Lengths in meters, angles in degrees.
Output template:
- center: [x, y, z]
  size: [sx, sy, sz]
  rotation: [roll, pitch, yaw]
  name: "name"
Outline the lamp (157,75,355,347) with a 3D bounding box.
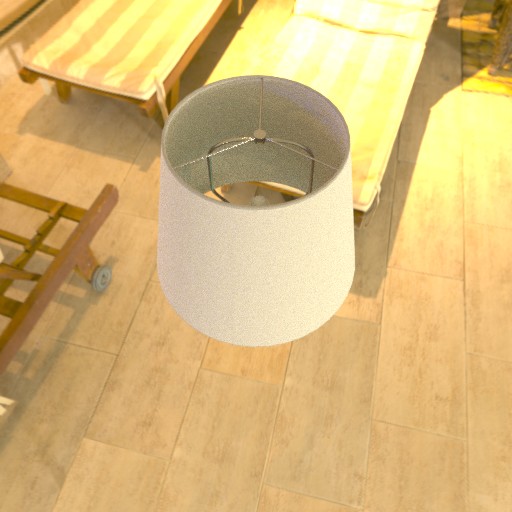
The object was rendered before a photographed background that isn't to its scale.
- center: [0.000, 0.000, 0.807]
  size: [0.355, 0.582, 0.355]
  rotation: [0, 58, 0]
  name: "lamp"
